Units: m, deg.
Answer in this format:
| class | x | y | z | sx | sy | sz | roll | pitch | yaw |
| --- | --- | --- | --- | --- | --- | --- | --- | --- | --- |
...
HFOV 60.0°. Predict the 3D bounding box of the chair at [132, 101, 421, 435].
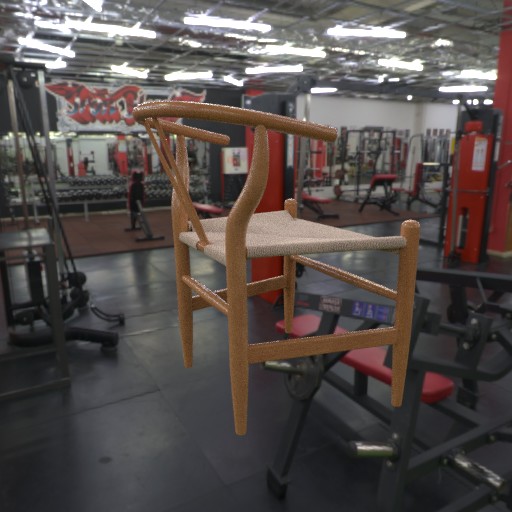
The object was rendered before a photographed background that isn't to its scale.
| class | x | y | z | sx | sy | sz | roll | pitch | yaw |
| --- | --- | --- | --- | --- | --- | --- | --- | --- | --- |
| chair | 0.000 | 0.000 | 1.158 | 0.579 | 0.730 | 0.569 | -7 | 15 | -27 |
